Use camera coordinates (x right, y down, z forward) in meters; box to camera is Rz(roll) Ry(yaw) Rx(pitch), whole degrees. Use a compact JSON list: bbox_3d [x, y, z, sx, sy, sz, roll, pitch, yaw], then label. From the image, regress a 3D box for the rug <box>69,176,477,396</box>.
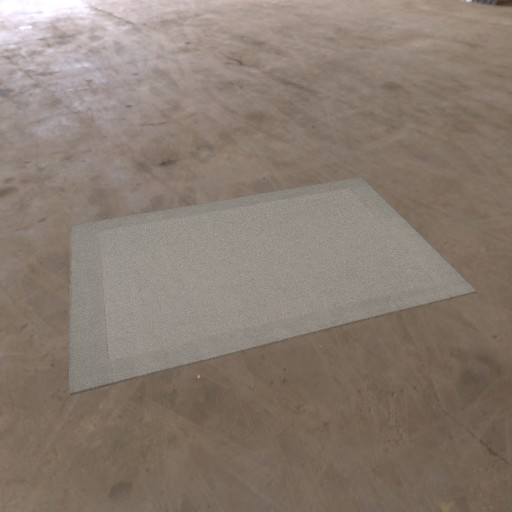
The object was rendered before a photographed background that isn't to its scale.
[{"bbox_3d":[0.000,0.000,3.055,2.438,0.014,1.524,-11,41,-14],"label":"rug"}]
